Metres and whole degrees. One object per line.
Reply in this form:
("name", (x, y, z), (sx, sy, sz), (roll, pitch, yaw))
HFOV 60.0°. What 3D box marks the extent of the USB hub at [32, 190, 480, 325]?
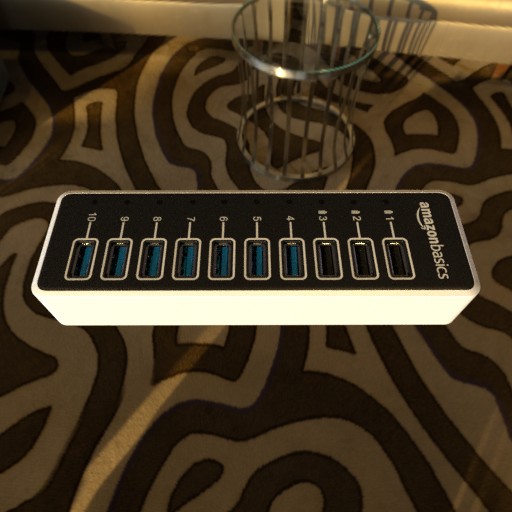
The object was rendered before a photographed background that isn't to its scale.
("USB hub", (0.000, 0.000, 0.161), (0.145, 0.023, 0.044), (0, 58, 0))
